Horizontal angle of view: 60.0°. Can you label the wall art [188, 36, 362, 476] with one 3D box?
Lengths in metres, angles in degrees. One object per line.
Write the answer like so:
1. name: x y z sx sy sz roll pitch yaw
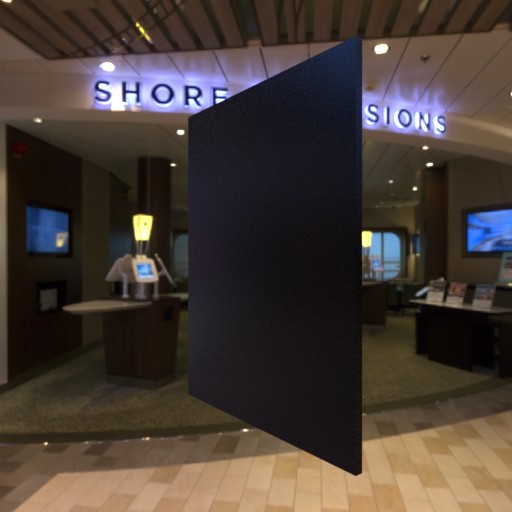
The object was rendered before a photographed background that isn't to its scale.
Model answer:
1. wall art: 0.000 0.000 0.763 0.013 0.582 0.442 0 0 -38
